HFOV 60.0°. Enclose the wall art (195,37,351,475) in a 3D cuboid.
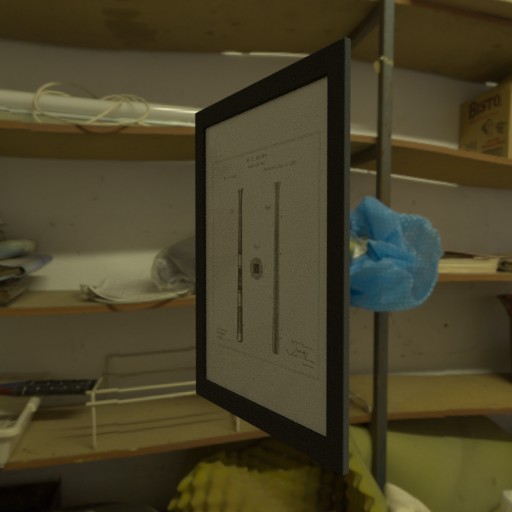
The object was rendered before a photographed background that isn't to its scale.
[{"bbox_3d":[0.000,0.000,0.687,0.012,0.529,0.374,-1,2,-36],"label":"wall art"}]
